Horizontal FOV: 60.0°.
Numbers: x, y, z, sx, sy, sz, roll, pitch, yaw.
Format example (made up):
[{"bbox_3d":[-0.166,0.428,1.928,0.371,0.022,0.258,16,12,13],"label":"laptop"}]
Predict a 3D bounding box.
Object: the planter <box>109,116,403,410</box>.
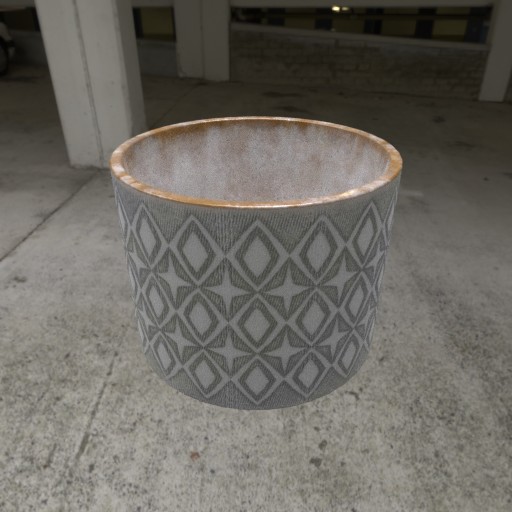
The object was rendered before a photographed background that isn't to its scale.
[{"bbox_3d":[0.000,0.000,0.455,0.255,0.223,0.255,0,30,0],"label":"planter"}]
